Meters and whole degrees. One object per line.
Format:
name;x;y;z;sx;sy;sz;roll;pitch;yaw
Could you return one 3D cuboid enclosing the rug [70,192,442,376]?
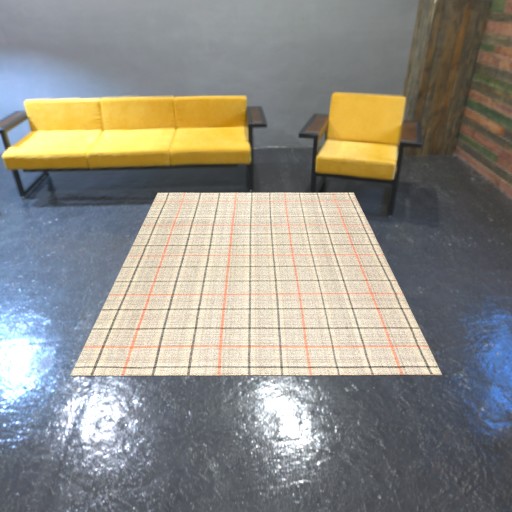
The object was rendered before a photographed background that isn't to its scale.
rug;0.000;0.000;4.208;2.444;0.012;3.048;0;31;0
